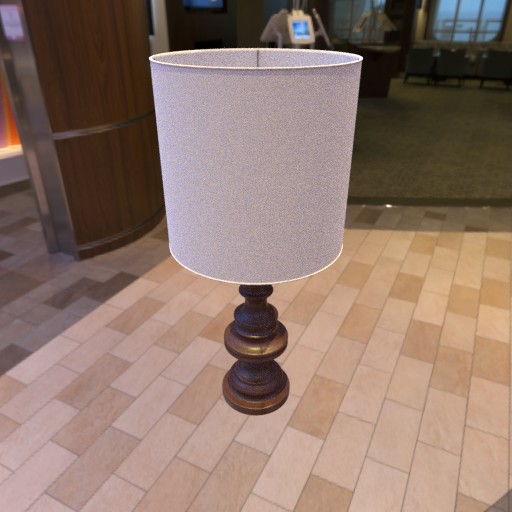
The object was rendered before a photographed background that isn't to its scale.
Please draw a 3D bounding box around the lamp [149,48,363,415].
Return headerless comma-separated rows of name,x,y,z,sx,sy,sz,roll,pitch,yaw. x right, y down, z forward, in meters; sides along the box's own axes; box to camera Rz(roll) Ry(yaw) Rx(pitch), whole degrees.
lamp,0.000,0.000,0.552,0.208,0.455,0.208,-10,30,-17
